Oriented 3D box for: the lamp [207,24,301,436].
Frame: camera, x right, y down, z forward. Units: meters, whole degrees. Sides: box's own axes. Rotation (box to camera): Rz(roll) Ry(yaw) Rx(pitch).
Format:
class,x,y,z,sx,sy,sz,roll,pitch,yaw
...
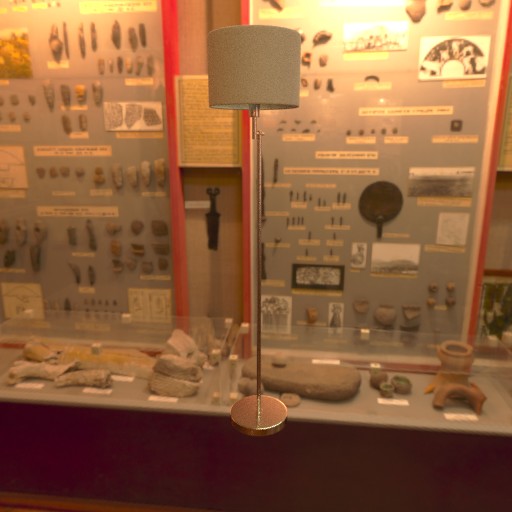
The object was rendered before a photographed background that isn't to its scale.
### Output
class,x,y,z,sx,sy,sz,roll,pitch,yaw
lamp,0.000,0.000,1.784,0.324,1.600,0.416,2,15,8
